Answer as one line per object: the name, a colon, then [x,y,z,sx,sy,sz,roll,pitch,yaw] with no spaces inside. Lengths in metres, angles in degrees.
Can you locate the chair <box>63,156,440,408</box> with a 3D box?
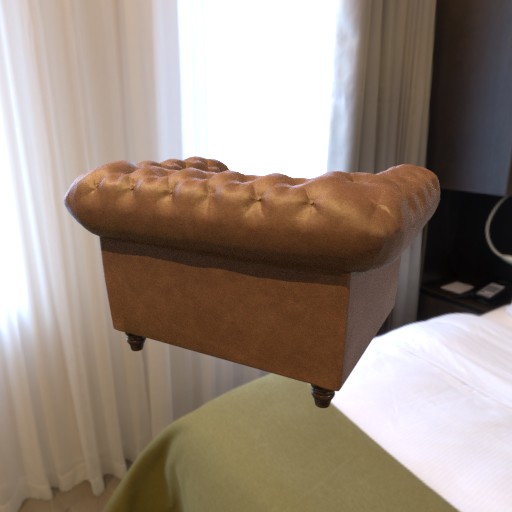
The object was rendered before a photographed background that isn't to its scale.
chair: [0.000,0.000,1.850,1.298,0.784,0.954,8,18,27]
